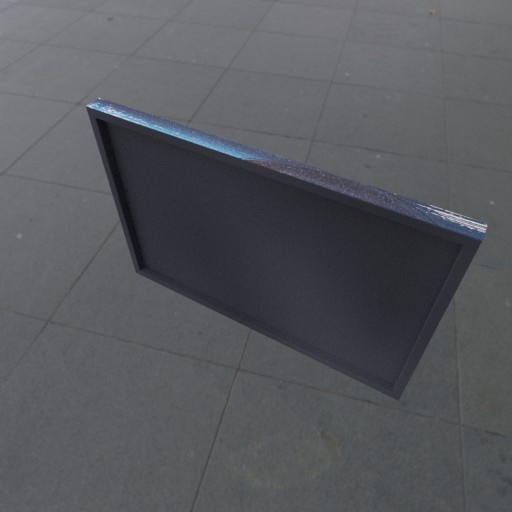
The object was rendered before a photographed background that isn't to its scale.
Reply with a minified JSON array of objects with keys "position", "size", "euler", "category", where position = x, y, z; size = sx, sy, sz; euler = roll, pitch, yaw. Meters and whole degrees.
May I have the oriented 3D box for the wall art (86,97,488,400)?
[{"position":[0.000,0.000,0.761],"size":[0.609,0.406,0.033],"euler":[23,51,20],"category":"wall art"}]
